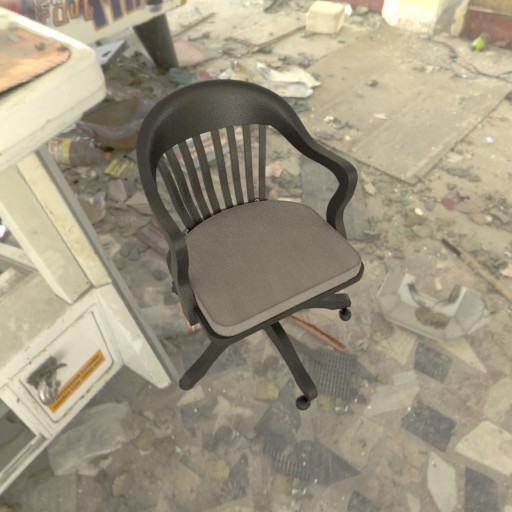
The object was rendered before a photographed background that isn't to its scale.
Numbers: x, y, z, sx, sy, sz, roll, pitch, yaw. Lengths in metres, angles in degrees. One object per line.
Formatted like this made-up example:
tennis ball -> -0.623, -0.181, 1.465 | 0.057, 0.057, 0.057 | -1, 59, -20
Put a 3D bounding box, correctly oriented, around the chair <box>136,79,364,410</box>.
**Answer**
chair -> 0.000, 0.000, 1.491 | 0.750, 0.878, 0.788 | -23, 52, -20
